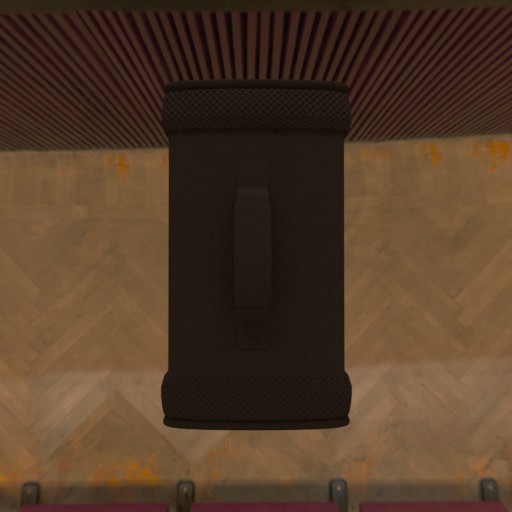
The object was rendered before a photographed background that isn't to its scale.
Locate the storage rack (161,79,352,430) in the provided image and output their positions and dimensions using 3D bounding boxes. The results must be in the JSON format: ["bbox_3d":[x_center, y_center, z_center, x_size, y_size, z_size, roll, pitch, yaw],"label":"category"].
[{"bbox_3d":[0.000,0.000,0.532,0.168,0.387,0.297,0,89,0],"label":"storage rack"}]
